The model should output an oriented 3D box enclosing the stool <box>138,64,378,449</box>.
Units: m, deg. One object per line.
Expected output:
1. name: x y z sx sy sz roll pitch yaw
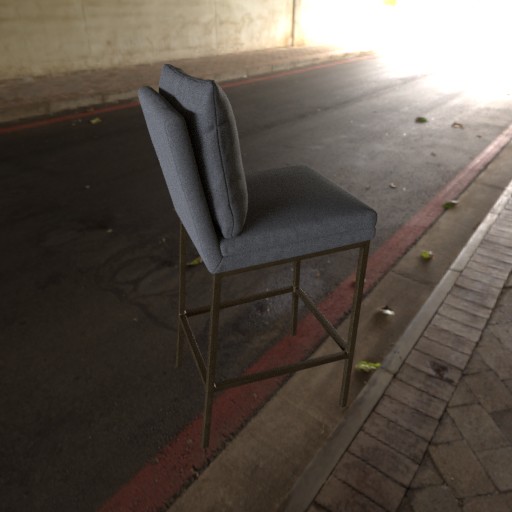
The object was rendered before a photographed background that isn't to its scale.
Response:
1. stool: 0.000 0.000 1.428 0.569 1.130 0.463 -11 31 -18
